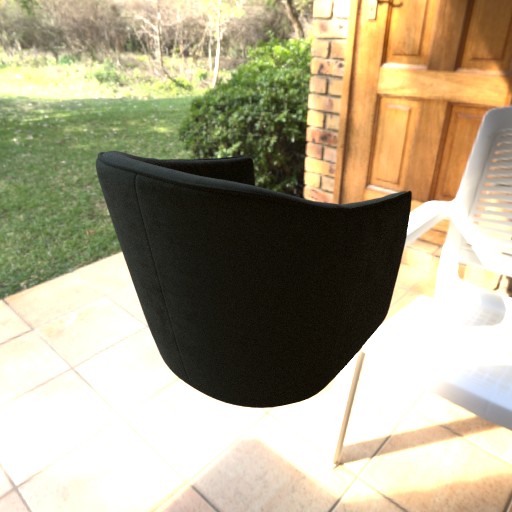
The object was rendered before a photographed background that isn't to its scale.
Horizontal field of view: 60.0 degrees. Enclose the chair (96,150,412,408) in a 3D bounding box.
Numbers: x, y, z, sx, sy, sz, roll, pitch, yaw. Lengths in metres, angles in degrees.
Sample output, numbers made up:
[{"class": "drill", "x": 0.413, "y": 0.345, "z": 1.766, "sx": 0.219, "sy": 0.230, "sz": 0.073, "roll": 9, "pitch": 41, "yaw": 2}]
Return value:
[{"class": "chair", "x": 0.000, "y": 0.000, "z": 1.447, "sx": 0.747, "sy": 0.799, "sz": 0.875, "roll": 20, "pitch": 34, "yaw": 32}]
